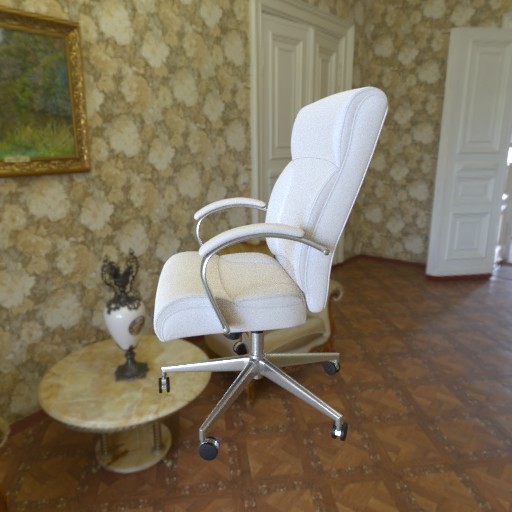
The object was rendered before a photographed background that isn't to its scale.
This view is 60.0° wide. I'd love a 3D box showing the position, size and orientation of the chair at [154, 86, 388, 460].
[{"bbox_3d":[0.000,0.000,1.586,0.745,1.099,0.727,-2,14,-9],"label":"chair"}]
